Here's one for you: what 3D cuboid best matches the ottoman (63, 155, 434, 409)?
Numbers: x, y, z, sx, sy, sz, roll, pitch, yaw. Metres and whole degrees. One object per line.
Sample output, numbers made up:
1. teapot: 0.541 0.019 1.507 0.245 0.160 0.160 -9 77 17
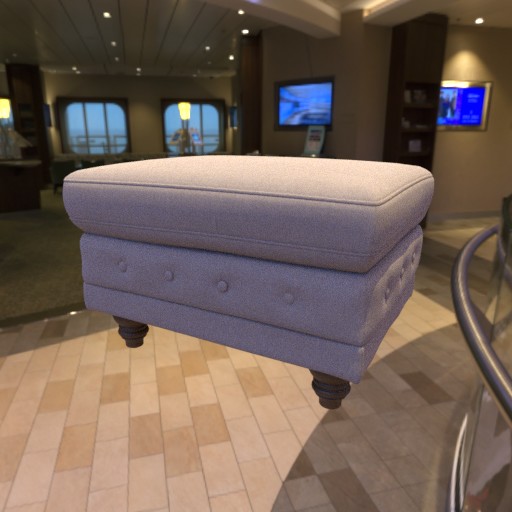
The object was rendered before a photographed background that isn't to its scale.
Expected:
1. ottoman: 0.000 0.000 1.162 0.771 0.500 0.569 9 18 28
